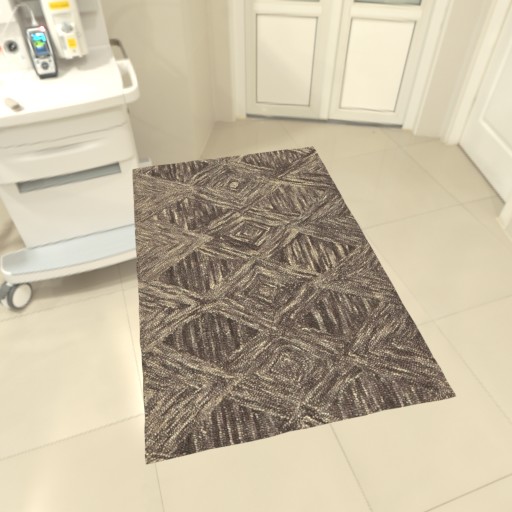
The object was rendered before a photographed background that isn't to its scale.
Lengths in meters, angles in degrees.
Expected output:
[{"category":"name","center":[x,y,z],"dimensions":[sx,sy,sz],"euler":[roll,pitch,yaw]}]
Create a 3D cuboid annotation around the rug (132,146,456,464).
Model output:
[{"category":"rug","center":[0.000,0.000,2.241],"dimensions":[1.186,0.012,1.814],"euler":[-9,47,-9]}]
